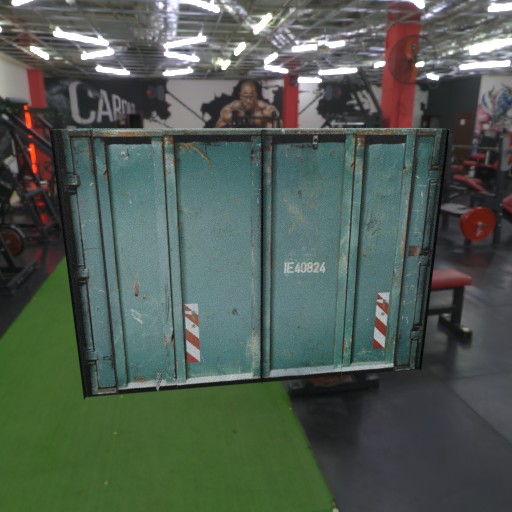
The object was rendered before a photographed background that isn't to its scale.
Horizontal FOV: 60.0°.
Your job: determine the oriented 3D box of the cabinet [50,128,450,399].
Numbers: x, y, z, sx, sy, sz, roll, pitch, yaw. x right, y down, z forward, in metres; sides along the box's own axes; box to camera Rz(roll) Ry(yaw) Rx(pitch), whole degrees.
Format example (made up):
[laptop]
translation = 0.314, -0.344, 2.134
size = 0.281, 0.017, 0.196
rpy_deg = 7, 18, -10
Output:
[cabinet]
translation = 0.000, 0.000, 3.916
size = 3.001, 2.160, 0.680
rpy_deg = -2, 17, -8
